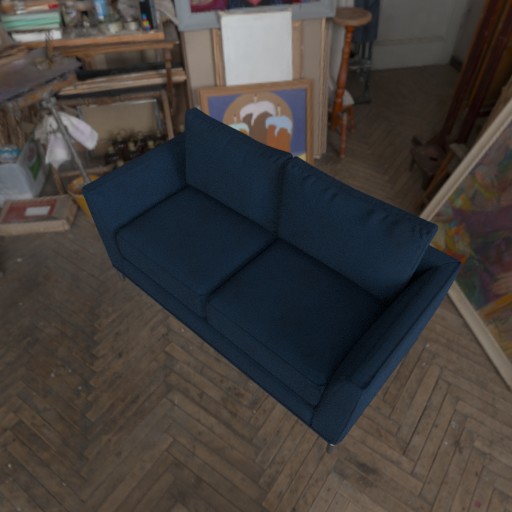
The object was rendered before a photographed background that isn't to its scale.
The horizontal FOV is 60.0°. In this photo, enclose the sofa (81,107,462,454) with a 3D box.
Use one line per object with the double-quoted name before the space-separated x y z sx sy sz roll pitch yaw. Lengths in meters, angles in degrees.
"sofa" 0.000 0.000 2.358 1.770 1.002 0.853 33 55 27
